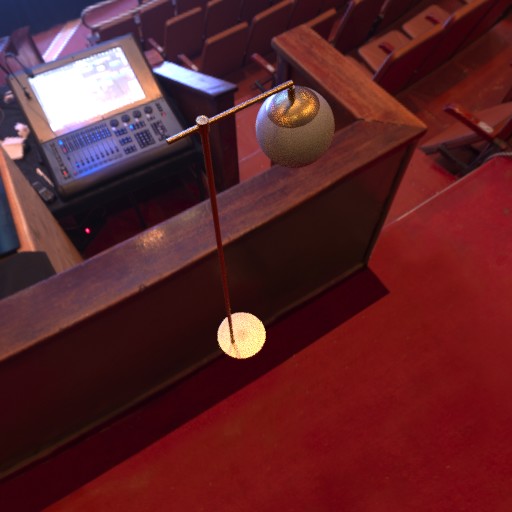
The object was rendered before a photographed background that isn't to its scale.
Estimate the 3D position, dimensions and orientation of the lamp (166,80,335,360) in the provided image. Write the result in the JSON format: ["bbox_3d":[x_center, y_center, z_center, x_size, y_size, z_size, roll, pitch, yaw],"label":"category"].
[{"bbox_3d":[0.000,0.000,1.685,0.476,1.505,0.249,-31,65,-16],"label":"lamp"}]
